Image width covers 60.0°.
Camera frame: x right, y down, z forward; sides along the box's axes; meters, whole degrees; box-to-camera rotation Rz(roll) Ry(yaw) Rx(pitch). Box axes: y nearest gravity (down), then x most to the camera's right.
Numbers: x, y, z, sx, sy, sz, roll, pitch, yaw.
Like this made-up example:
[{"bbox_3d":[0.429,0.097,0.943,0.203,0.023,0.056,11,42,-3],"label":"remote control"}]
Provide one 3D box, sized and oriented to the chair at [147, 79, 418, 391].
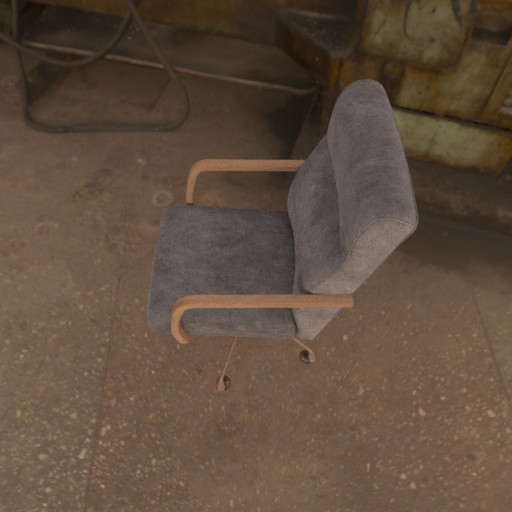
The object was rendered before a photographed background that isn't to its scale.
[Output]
[{"bbox_3d":[0.000,0.000,1.487,0.741,1.029,0.640,0,57,0],"label":"chair"}]
